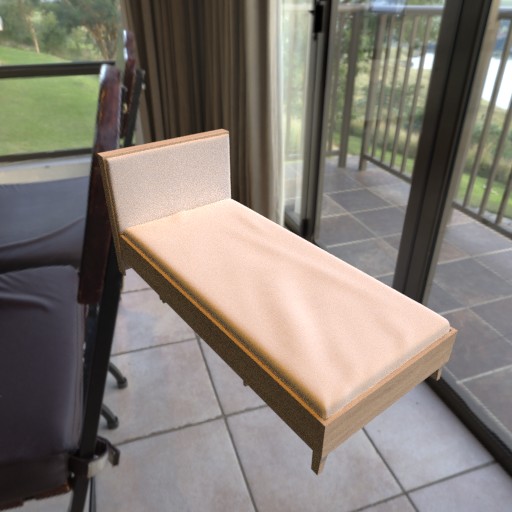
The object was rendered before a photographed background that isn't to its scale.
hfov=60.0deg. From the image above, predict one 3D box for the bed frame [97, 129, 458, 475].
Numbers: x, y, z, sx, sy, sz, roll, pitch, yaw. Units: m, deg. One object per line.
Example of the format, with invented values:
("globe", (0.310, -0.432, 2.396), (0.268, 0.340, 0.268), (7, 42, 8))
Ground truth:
("bed frame", (0.000, 0.000, 2.687), (0.990, 0.920, 2.140), (-22, 37, -32))
